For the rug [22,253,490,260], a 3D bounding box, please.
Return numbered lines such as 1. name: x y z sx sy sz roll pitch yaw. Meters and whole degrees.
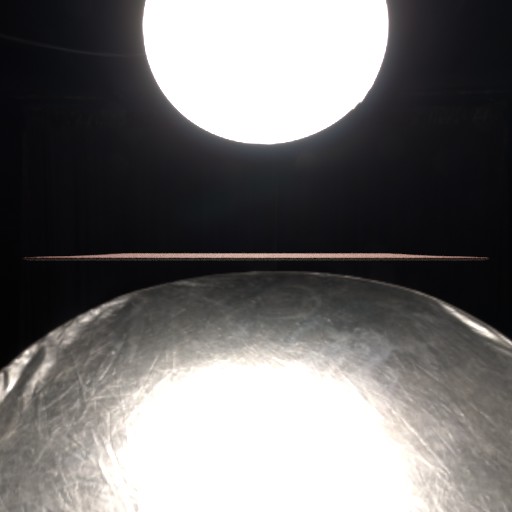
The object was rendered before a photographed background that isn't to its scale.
1. rug: 0.000 0.000 5.151 3.965 0.025 2.803 0 1 0
